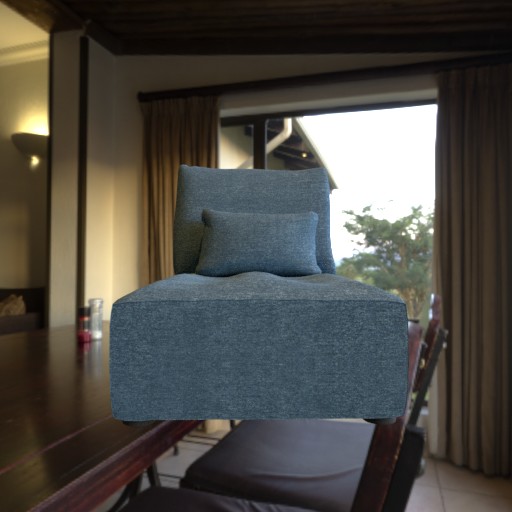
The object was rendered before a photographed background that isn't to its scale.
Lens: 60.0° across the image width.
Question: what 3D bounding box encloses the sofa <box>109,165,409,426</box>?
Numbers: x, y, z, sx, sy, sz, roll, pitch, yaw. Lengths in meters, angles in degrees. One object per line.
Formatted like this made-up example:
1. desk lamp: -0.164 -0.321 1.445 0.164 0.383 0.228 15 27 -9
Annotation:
1. sofa: 0.000 0.000 1.538 0.700 0.820 1.000 0 -1 -1
